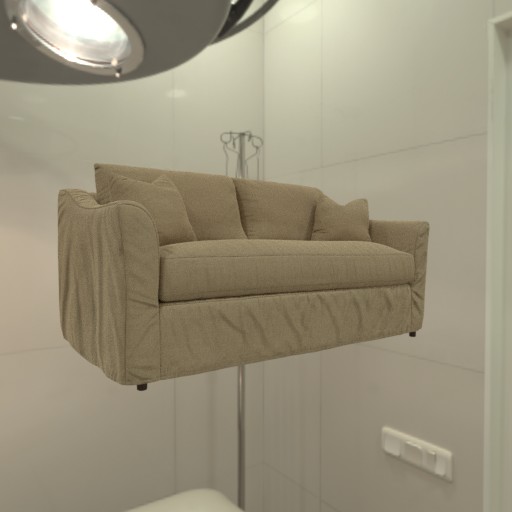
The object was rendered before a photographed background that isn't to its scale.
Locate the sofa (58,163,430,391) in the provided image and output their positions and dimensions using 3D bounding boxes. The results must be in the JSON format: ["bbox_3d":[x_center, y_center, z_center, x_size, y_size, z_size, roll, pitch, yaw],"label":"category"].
[{"bbox_3d":[0.000,0.000,2.637,2.010,1.018,1.072,-1,2,-36],"label":"sofa"}]
